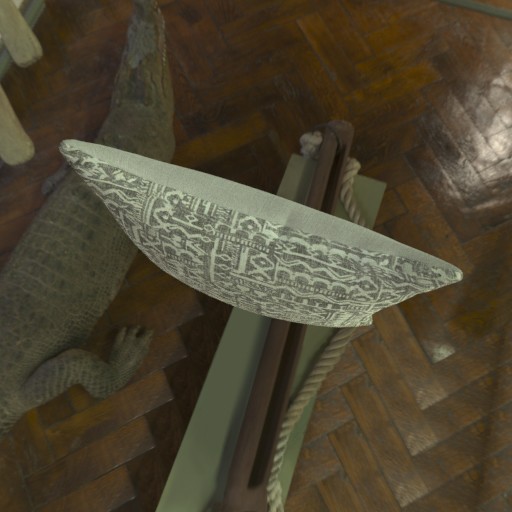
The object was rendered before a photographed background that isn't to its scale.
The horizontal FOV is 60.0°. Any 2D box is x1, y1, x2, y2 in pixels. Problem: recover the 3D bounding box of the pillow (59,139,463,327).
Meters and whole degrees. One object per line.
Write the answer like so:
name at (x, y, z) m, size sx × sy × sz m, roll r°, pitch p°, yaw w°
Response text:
pillow at (0.000, 0.000, 0.783) m, size 0.546 × 0.487 × 0.180 m, roll 19°, pitch 76°, yaw 5°
